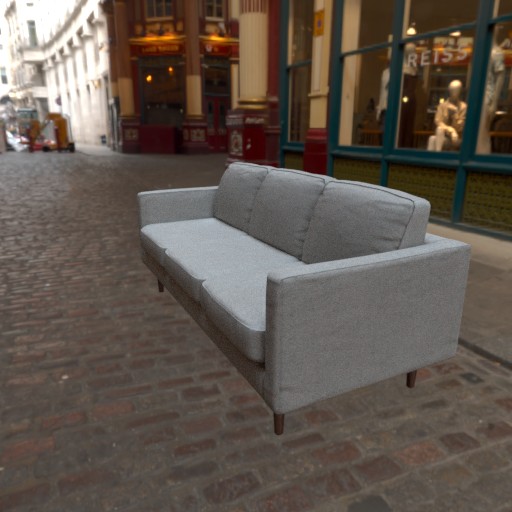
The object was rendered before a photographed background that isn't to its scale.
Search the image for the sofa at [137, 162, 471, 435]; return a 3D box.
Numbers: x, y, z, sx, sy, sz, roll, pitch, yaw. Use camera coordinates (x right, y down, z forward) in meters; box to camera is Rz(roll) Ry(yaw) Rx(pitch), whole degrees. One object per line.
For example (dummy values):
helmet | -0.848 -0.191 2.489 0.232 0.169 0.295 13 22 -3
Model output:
sofa | 0.000 0.000 2.491 0.944 0.918 1.983 -9 19 -26
